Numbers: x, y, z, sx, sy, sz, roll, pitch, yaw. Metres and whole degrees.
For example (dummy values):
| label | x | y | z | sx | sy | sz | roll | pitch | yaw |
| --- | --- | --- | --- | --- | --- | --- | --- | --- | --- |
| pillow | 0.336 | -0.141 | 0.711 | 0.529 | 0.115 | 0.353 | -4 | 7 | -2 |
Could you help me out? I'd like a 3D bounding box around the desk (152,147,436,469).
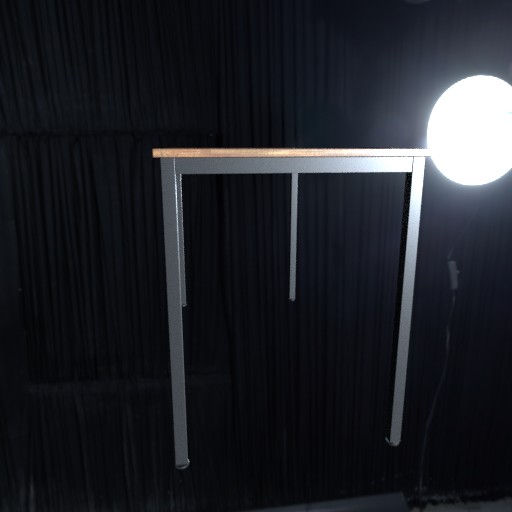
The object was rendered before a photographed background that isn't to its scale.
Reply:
| label | x | y | z | sx | sy | sz | roll | pitch | yaw |
| --- | --- | --- | --- | --- | --- | --- | --- | --- | --- |
| desk | 0.000 | 0.000 | 1.576 | 0.600 | 0.749 | 1.200 | -2 | 14 | -9 |
